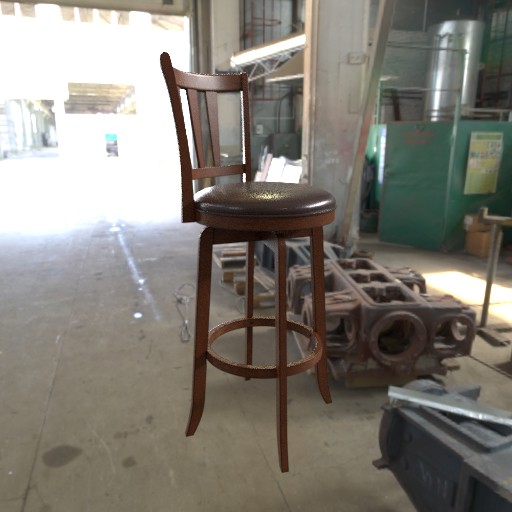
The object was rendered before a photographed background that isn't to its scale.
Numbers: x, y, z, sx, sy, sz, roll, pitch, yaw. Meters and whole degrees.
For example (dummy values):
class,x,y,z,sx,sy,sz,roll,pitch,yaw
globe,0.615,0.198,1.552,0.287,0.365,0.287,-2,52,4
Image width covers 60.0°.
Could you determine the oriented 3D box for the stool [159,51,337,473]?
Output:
class,x,y,z,sx,sy,sz,roll,pitch,yaw
stool,0.000,0.000,1.433,0.503,1.177,0.464,8,17,27
